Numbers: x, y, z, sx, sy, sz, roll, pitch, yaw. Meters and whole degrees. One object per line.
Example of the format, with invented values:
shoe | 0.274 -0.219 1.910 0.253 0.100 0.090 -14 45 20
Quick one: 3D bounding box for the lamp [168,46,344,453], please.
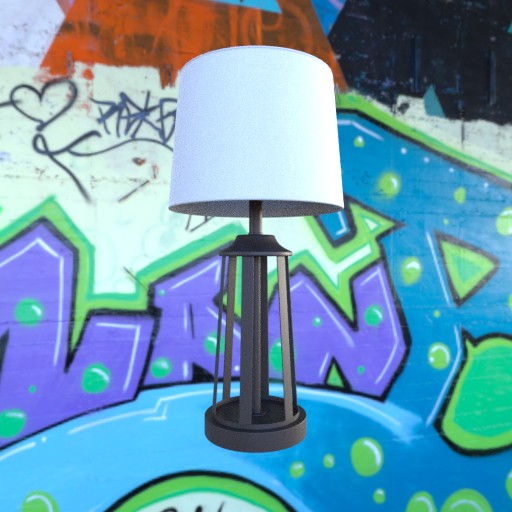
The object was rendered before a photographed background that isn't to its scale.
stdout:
lamp | 0.000 0.000 0.646 0.251 0.509 0.251 0 0 0
